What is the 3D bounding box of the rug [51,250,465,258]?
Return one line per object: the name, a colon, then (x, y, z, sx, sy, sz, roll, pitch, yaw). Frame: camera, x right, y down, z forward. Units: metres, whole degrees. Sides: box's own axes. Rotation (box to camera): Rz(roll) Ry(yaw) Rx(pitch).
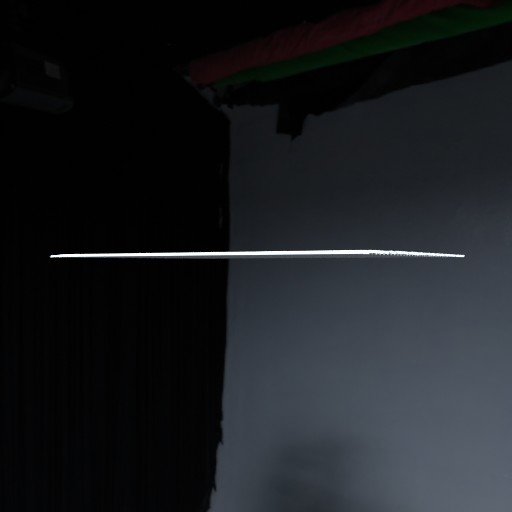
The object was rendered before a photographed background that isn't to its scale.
rug: (0.000, 0.000, 2.378, 1.872, 0.013, 1.243, 0, -1, 34)
